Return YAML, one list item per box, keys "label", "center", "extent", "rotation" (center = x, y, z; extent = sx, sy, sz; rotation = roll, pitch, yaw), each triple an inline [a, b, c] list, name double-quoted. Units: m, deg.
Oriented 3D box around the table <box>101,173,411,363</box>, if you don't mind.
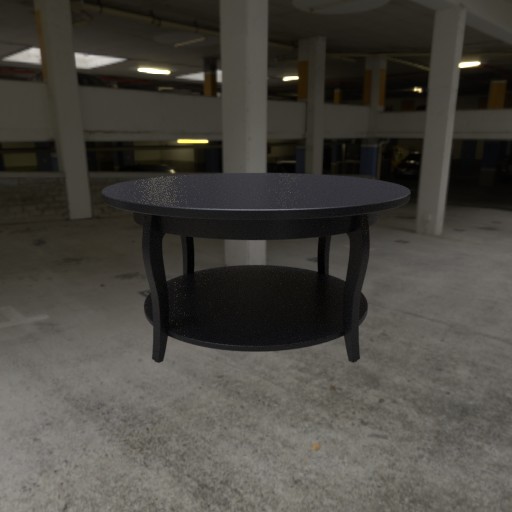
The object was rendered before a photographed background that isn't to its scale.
- label: "table"
  center: [0.000, 0.000, 1.443]
  extent: [0.914, 0.457, 0.914]
  rotation: [0, 15, 0]
